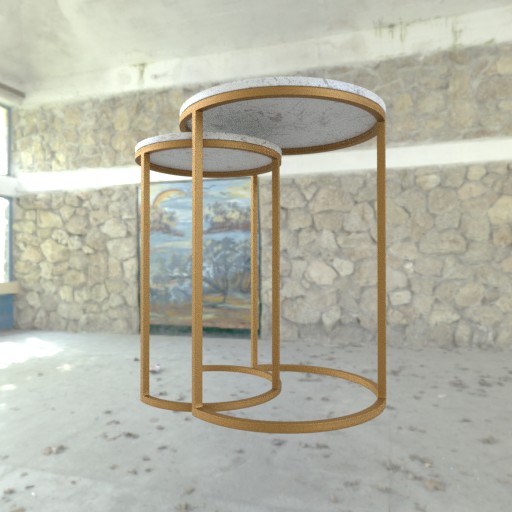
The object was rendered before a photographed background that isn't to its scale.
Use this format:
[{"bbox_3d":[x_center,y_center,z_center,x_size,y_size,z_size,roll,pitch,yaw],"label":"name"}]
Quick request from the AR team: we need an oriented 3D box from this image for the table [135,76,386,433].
[{"bbox_3d":[0.000,0.000,0.898,0.507,0.550,0.400,0,-1,18],"label":"table"}]
